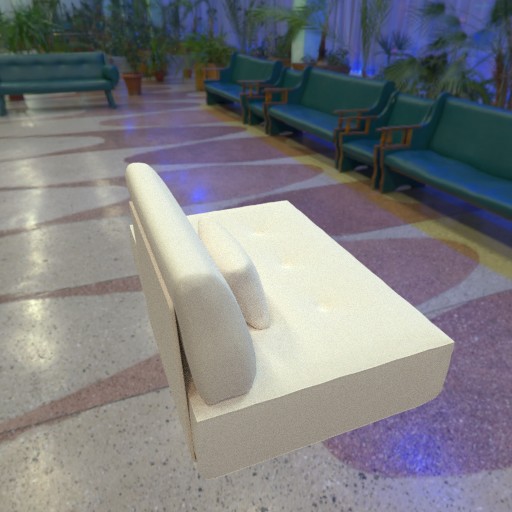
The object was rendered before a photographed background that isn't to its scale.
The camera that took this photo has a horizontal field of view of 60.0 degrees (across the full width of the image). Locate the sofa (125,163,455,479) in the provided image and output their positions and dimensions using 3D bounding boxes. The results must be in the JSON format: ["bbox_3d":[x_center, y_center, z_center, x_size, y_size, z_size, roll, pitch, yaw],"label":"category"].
[{"bbox_3d":[0.000,0.000,2.000,1.000,0.820,1.450,-11,32,-19],"label":"sofa"}]
